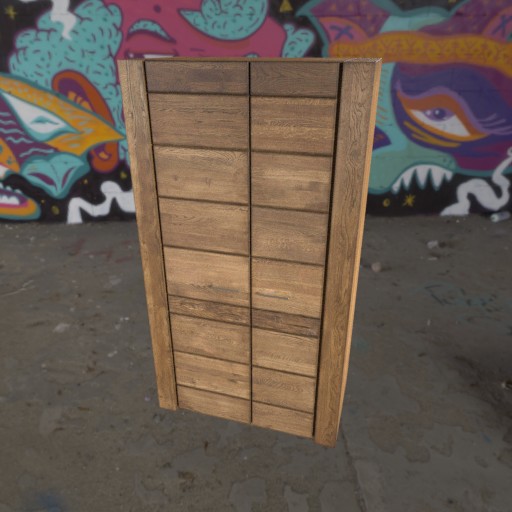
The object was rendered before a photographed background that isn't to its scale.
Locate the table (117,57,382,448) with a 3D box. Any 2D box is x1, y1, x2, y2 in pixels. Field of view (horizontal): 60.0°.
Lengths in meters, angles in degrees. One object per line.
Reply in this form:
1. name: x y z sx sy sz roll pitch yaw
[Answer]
1. table: 0.000 0.000 2.461 1.100 2.000 0.600 7 26 15
